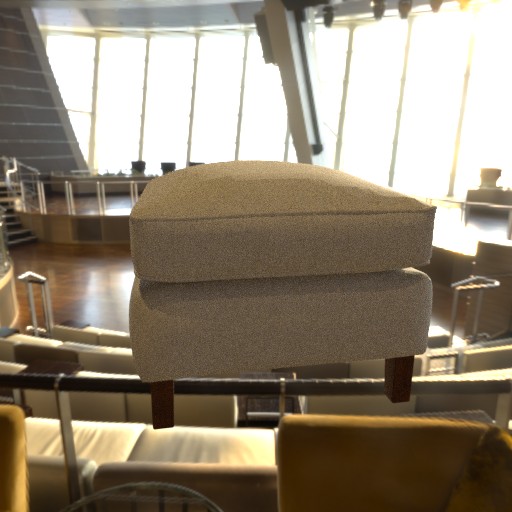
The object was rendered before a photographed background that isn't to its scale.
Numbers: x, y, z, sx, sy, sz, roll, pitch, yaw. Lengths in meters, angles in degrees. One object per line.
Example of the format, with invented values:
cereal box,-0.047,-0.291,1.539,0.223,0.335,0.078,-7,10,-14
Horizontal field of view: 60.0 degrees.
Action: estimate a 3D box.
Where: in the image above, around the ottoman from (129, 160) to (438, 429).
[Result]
ottoman,0.000,0.000,0.964,0.501,0.406,0.665,-3,14,-10
